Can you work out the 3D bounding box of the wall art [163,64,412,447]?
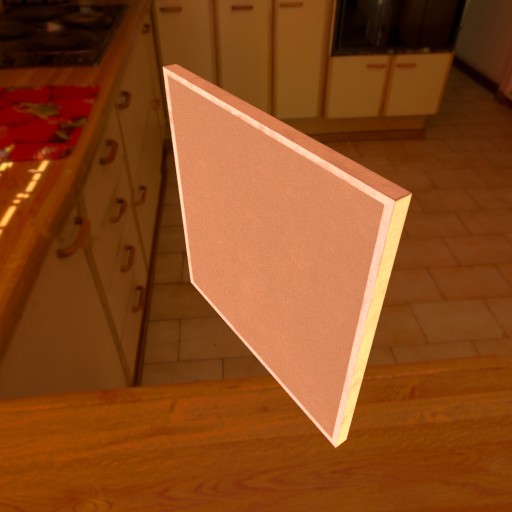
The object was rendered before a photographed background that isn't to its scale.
[{"bbox_3d":[0.000,0.000,1.144,0.038,0.757,0.760,-25,46,-26],"label":"wall art"}]
